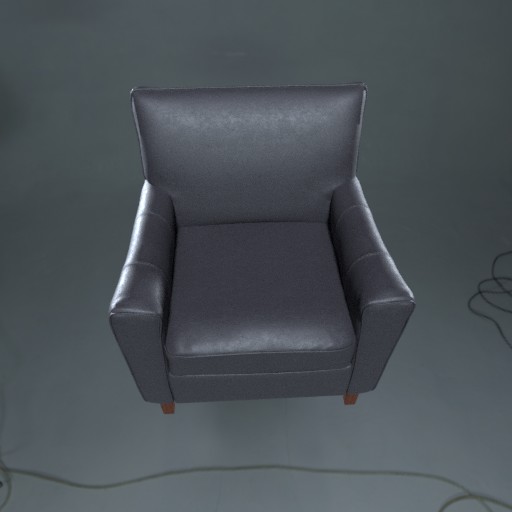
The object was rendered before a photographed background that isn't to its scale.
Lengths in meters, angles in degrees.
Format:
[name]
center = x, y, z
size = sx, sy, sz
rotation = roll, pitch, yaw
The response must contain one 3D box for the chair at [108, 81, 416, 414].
[chair]
center = 0.000, 0.000, 1.601
size = 0.870, 0.943, 0.825
rotation = -2, 45, -2
